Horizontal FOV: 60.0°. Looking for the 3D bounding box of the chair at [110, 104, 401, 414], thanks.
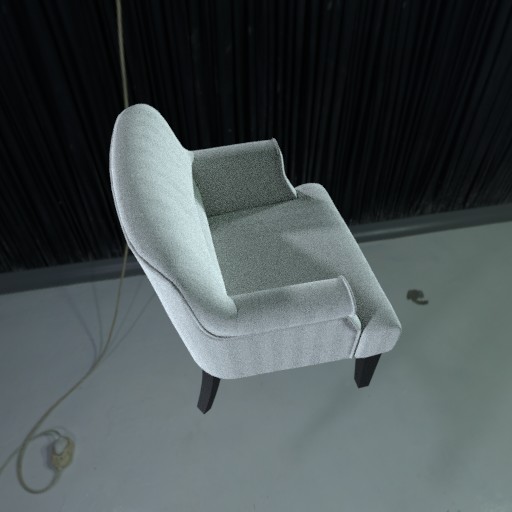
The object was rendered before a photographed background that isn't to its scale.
[{"bbox_3d":[0.000,0.000,1.470,0.750,0.875,0.781,-11,48,-10],"label":"chair"}]
